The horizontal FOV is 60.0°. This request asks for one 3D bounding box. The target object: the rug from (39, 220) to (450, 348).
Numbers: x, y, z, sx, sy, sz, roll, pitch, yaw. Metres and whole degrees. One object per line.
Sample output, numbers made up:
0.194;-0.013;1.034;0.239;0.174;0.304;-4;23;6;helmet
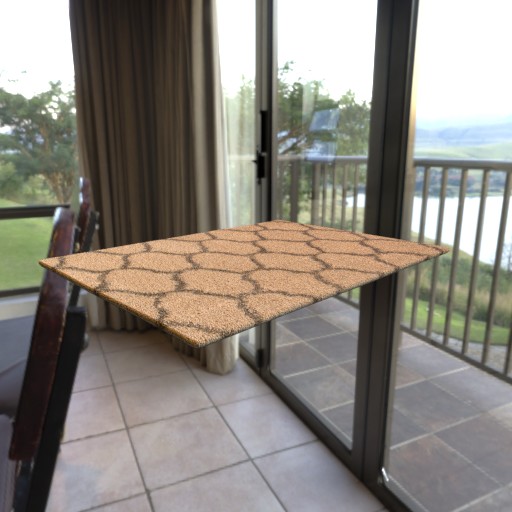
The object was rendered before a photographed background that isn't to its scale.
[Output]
0.000;0.000;2.129;1.600;0.025;1.200;-13;19;-42;rug
